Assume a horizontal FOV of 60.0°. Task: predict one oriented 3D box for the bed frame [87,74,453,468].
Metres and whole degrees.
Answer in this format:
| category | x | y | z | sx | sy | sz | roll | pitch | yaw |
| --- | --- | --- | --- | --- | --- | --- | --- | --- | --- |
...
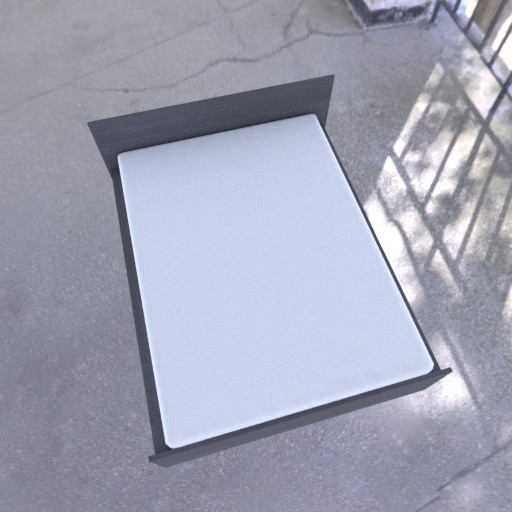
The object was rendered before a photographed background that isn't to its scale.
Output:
| category | x | y | z | sx | sy | sz | roll | pitch | yaw |
| --- | --- | --- | --- | --- | --- | --- | --- | --- | --- |
| bed frame | 0.000 | 0.000 | 2.743 | 1.622 | 0.800 | 1.960 | -14 | 62 | -7 |
